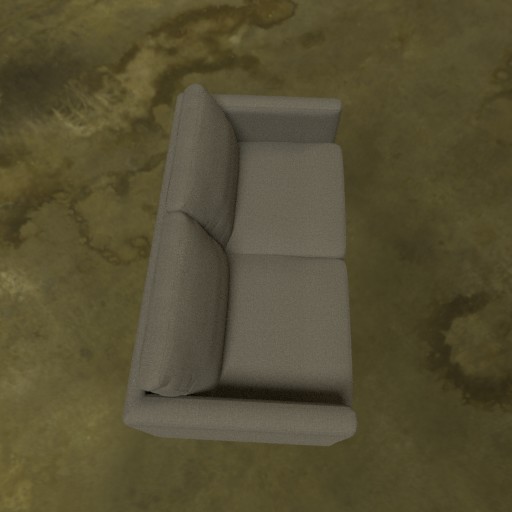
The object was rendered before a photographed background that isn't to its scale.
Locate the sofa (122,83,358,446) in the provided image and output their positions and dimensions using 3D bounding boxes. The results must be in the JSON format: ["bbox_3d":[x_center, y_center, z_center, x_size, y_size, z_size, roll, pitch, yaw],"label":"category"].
[{"bbox_3d":[0.000,0.000,2.243,0.940,0.866,1.713,3,64,1],"label":"sofa"}]
